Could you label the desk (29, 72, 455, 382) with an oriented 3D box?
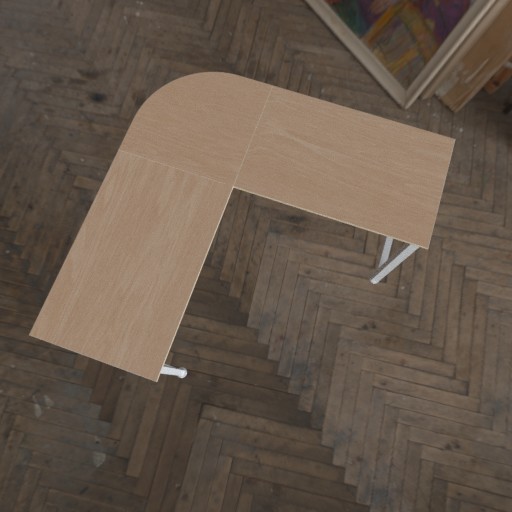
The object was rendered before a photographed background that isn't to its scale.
[{"bbox_3d":[0.000,0.000,2.224,1.400,0.762,1.400,18,75,5],"label":"desk"}]
